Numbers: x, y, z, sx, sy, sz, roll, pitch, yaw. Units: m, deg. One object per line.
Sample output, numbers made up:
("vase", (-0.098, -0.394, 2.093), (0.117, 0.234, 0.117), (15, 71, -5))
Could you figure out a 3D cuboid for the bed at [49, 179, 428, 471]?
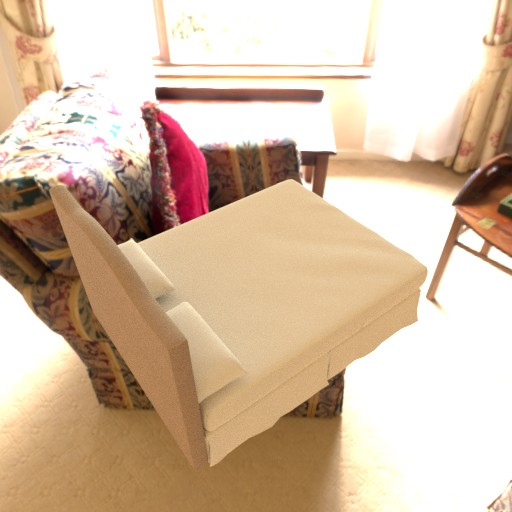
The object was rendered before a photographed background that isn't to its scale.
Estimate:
("bed", (0.000, 0.000, 3.456), (2.282, 1.436, 1.821), (-27, 48, -27))
